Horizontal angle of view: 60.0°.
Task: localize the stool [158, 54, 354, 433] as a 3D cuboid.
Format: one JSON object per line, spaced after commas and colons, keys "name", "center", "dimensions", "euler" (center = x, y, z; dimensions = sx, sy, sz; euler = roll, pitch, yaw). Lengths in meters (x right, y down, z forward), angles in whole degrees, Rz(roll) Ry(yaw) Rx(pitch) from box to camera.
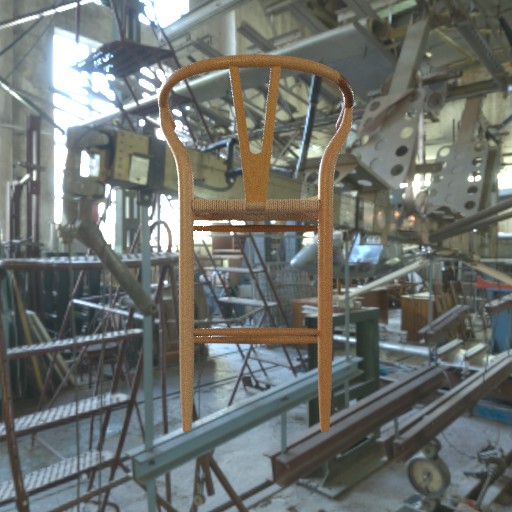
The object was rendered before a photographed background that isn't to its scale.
{"name": "stool", "center": [0.000, 0.000, 1.288], "dimensions": [0.536, 0.923, 0.575], "euler": [0, 1, 0]}
